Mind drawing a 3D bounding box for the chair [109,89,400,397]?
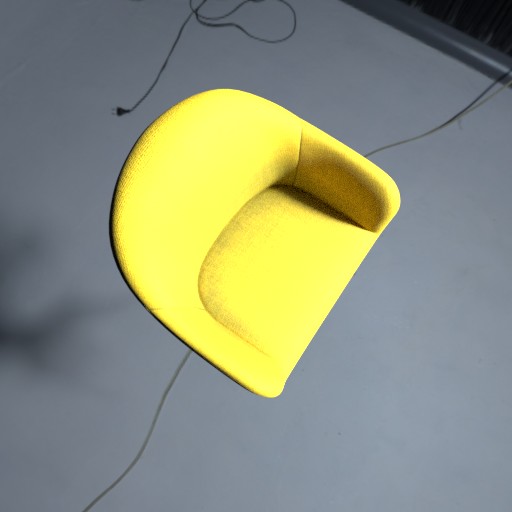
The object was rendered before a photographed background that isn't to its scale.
[{"bbox_3d":[0.000,0.000,1.208,0.550,0.795,0.590,34,78,8],"label":"chair"}]
